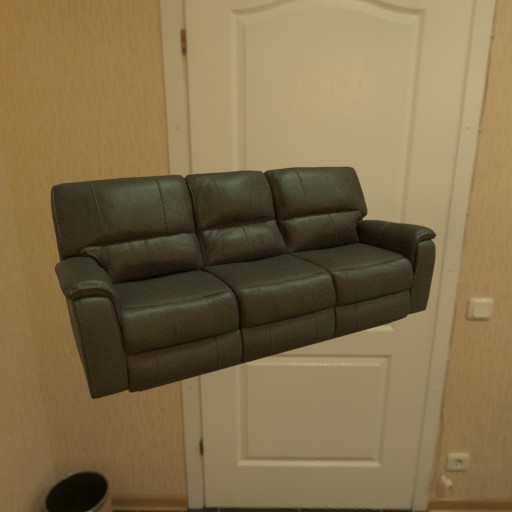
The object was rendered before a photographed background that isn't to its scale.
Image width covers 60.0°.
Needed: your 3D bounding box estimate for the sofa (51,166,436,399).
[{"bbox_3d":[0.000,0.000,3.170,2.627,1.134,1.104,-9,19,-27],"label":"sofa"}]
